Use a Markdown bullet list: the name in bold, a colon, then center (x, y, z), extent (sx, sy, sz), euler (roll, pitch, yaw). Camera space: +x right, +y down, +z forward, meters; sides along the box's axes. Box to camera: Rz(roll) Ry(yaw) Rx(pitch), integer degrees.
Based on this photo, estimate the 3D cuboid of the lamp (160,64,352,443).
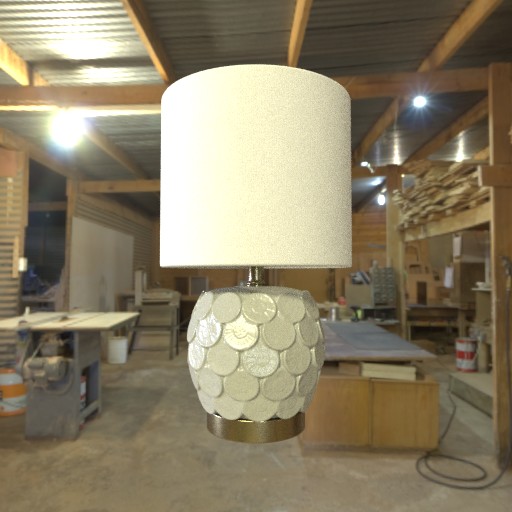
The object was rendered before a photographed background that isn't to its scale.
- **lamp**: center (0.000, 0.000, 0.601), extent (0.254, 0.452, 0.254), euler (0, -2, 0)
